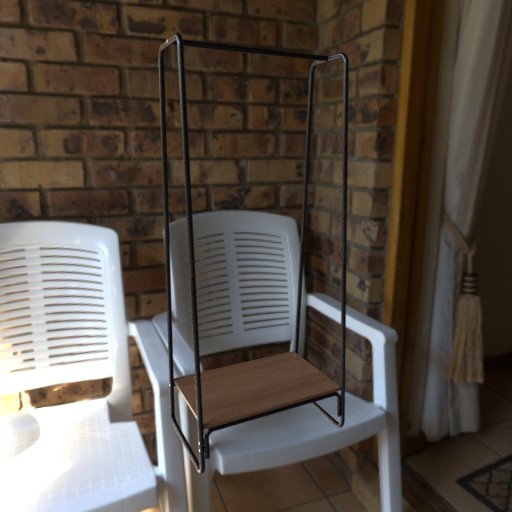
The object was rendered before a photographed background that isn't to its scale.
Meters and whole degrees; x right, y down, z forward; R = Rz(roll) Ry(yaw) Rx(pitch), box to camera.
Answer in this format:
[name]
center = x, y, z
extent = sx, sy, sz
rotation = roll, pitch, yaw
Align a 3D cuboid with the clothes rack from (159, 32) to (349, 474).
[clothes rack]
center = 0.000, 0.000, 1.728
extent = 0.640, 1.500, 0.400
rotation = -7, 15, -26
